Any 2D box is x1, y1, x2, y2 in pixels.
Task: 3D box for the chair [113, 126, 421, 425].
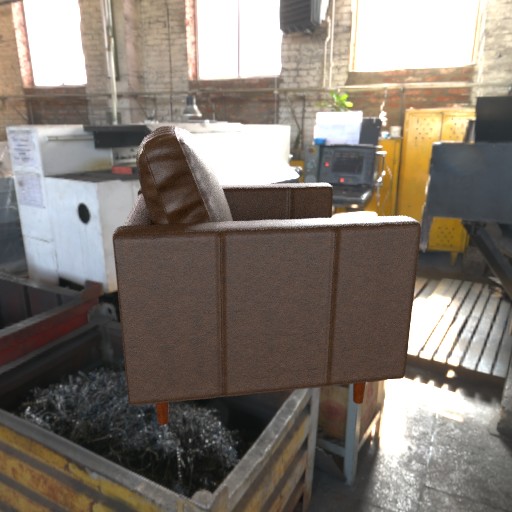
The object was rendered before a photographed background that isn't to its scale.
[{"bbox_3d":[0.000,0.000,1.697,0.909,0.956,0.890,-3,17,-9],"label":"chair"}]
